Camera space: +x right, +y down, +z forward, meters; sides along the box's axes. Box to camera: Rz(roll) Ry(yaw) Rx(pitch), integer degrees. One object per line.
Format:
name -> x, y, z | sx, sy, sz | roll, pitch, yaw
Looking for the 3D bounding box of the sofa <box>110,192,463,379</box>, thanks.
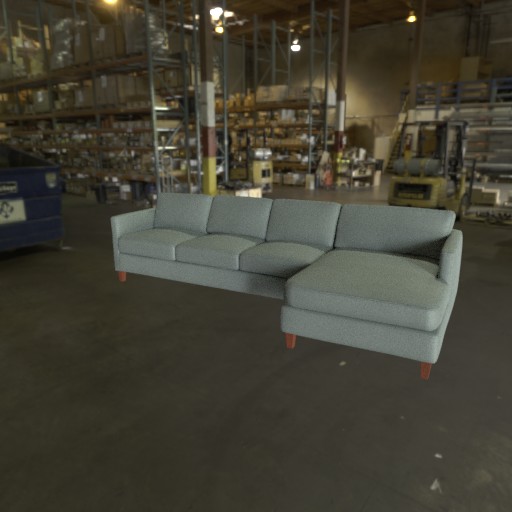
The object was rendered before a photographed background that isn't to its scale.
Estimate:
sofa -> 0.000, 0.000, 4.192 | 3.471, 0.950, 1.604 | 7, 16, 27
